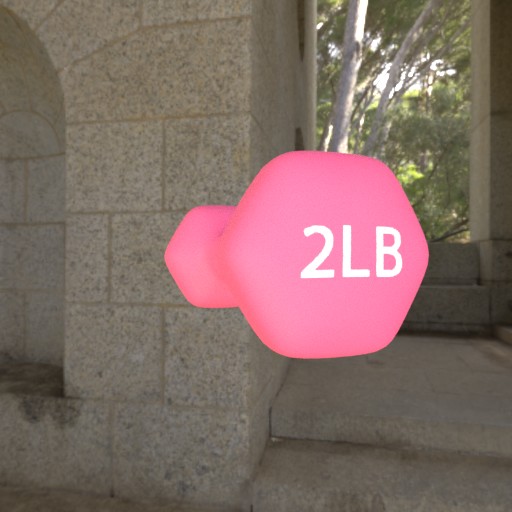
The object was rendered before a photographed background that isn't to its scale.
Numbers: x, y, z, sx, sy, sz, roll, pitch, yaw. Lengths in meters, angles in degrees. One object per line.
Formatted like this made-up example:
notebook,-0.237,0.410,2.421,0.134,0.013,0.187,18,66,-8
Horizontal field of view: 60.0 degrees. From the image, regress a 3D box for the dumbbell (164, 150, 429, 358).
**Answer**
dumbbell,0.000,0.000,0.174,0.058,0.053,0.146,0,0,-17
